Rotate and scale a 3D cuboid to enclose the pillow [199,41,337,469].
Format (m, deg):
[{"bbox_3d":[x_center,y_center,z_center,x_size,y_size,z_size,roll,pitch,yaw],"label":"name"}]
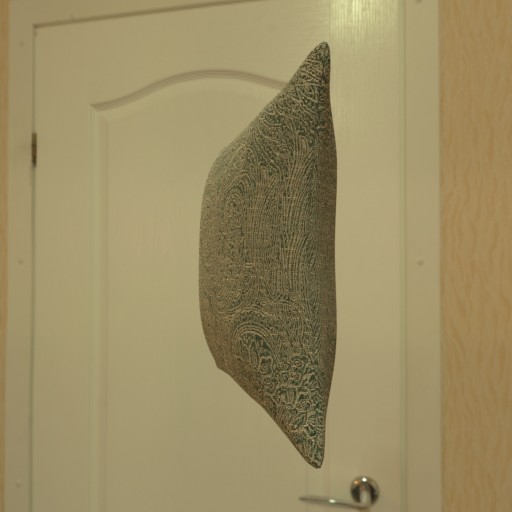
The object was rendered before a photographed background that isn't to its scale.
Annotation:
[{"bbox_3d":[0.000,0.000,0.772,0.166,0.507,0.526,0,-1,-17],"label":"pillow"}]
